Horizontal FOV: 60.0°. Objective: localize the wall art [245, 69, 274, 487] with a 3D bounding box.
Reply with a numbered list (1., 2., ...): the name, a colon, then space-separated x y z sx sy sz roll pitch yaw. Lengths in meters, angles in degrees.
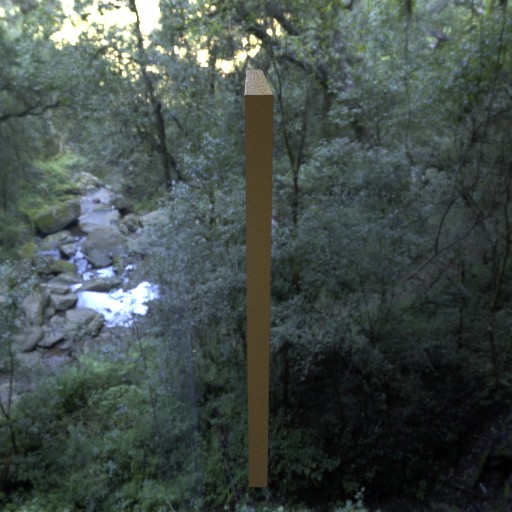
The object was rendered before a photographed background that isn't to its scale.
1. wall art: 0.000 0.000 1.022 0.038 0.762 0.610 0 26 -1
